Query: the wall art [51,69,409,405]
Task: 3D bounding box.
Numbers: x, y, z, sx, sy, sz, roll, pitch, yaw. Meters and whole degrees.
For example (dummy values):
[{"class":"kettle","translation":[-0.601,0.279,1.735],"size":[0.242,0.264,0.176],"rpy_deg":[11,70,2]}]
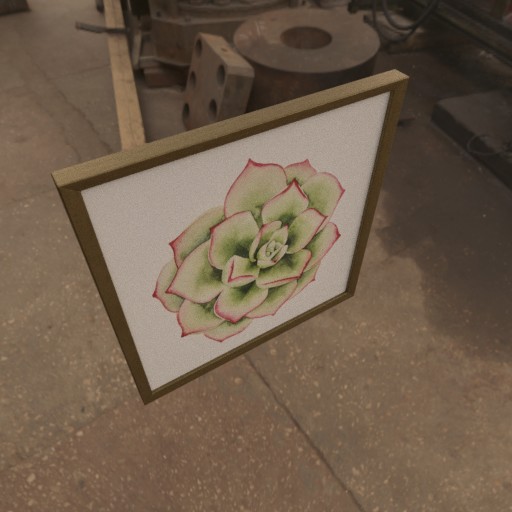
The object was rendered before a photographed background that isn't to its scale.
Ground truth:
[{"class":"wall art","translation":[0.000,0.000,0.743],"size":[0.503,0.506,0.031],"rpy_deg":[-24,51,-21]}]
